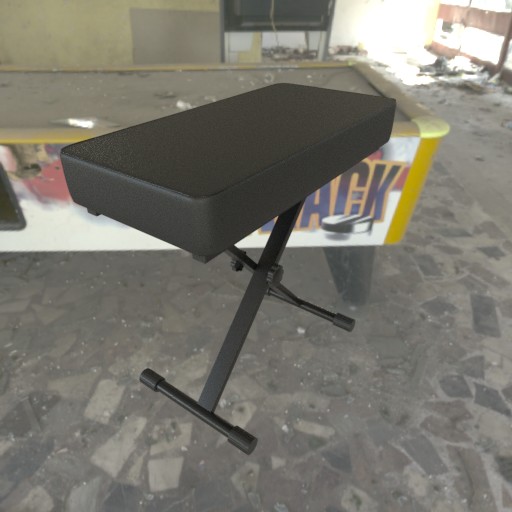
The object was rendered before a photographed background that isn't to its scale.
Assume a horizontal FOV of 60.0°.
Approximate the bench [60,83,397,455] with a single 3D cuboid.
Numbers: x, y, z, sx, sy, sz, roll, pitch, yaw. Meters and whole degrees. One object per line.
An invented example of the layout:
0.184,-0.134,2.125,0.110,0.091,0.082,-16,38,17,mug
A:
0.000,0.000,0.923,0.300,0.561,0.600,22,38,30,bench
